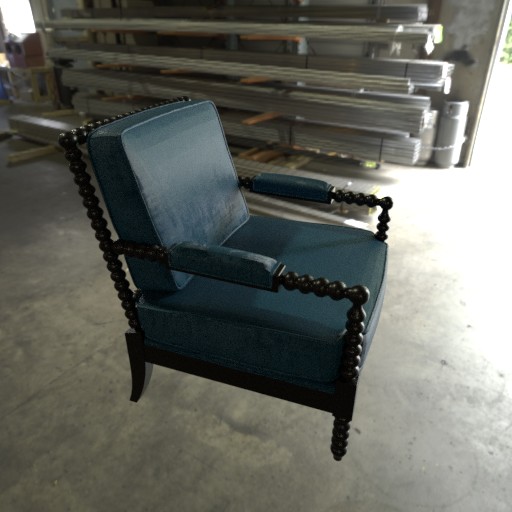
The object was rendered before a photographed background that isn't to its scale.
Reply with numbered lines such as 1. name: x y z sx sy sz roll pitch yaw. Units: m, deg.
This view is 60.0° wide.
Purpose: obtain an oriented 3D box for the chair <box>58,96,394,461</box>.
1. chair: 0.000 0.000 1.399 0.805 0.857 0.688 10 30 18
